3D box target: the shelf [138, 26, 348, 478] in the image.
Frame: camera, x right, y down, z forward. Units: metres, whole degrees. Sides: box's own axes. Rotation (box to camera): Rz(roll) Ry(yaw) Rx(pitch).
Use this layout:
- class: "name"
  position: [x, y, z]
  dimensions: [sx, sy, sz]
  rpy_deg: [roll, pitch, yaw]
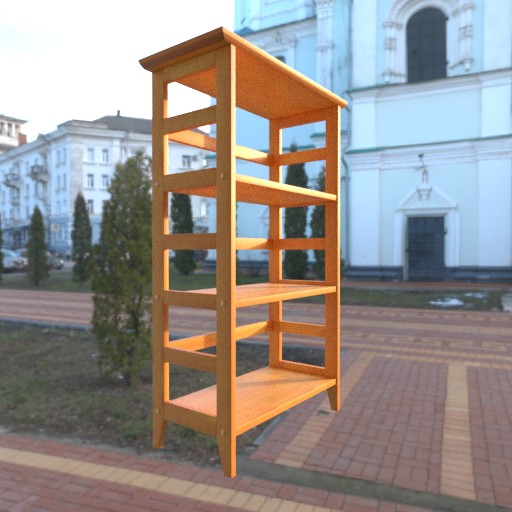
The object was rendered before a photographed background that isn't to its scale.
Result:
- class: "shelf"
  position: [0.000, 0.000, 1.380]
  dimensions: [0.305, 1.067, 0.660]
  rpy_deg: [1, 1, 37]
